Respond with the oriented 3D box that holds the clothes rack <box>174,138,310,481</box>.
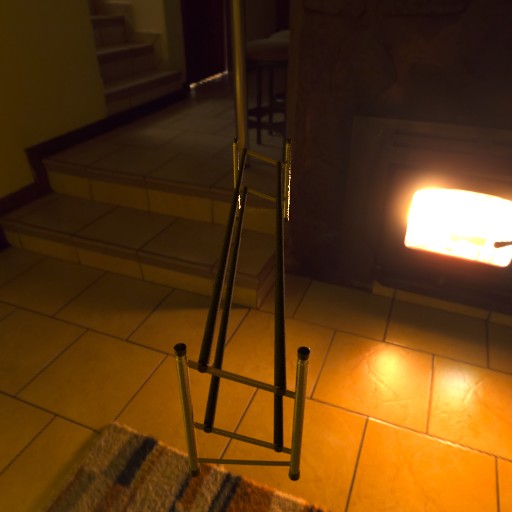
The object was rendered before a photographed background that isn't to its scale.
[{"bbox_3d":[0.000,0.000,1.308,0.229,0.349,1.168,1,32,2],"label":"clothes rack"}]
